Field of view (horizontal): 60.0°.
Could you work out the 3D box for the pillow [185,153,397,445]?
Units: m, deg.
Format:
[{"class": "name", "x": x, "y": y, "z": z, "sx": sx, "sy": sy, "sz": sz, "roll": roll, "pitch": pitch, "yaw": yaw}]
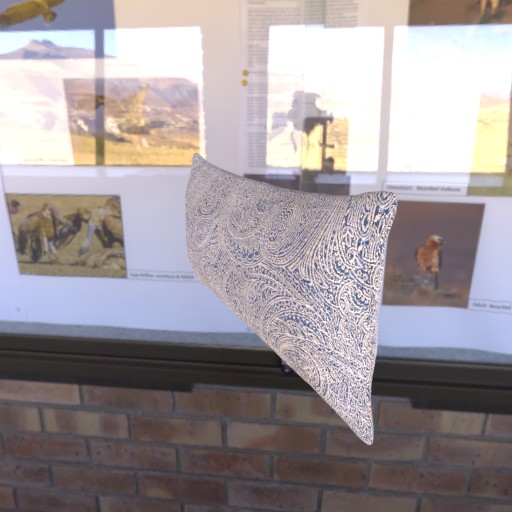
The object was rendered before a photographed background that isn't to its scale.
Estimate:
[{"class": "pillow", "x": 0.000, "y": 0.000, "z": 0.730, "sx": 0.151, "sy": 0.295, "sz": 0.615, "roll": -8, "pitch": 19, "yaw": -24}]
